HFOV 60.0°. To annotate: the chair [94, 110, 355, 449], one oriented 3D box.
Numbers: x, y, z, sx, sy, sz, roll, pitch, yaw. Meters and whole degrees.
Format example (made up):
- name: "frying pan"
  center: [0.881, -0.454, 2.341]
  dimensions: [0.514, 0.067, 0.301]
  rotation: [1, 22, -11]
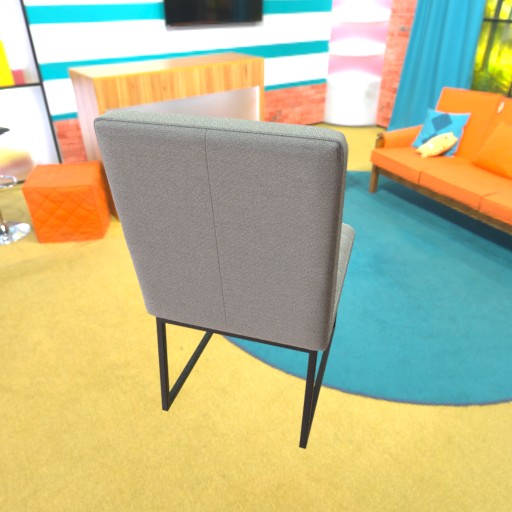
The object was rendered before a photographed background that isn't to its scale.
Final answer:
- name: "chair"
  center: [0.000, 0.000, 1.308]
  dimensions: [0.520, 0.930, 0.634]
  rotation: [9, 33, 15]
